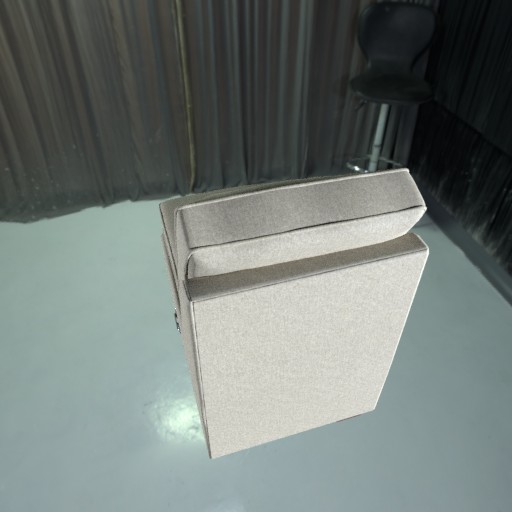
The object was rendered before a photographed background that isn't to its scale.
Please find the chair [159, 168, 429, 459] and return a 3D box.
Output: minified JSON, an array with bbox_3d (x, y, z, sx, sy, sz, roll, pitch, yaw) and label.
[{"bbox_3d":[0.000,0.000,1.695,0.674,1.058,1.020,-11,42,-13],"label":"chair"}]
